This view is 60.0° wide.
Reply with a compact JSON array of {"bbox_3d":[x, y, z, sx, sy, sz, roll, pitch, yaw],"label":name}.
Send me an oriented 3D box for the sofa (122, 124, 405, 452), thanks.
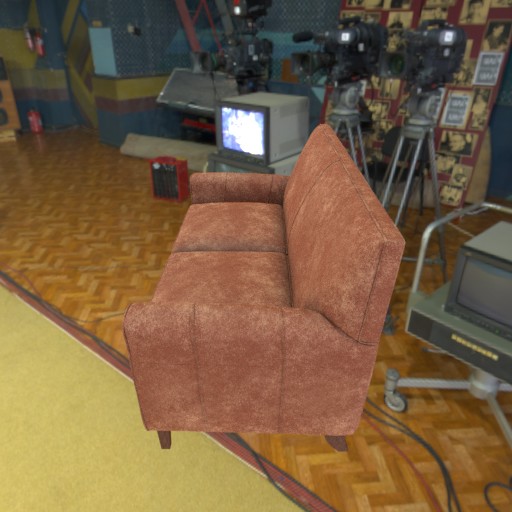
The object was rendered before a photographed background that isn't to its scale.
[{"bbox_3d":[0.000,0.000,1.970,0.787,0.871,1.473,0,28,1],"label":"sofa"}]
